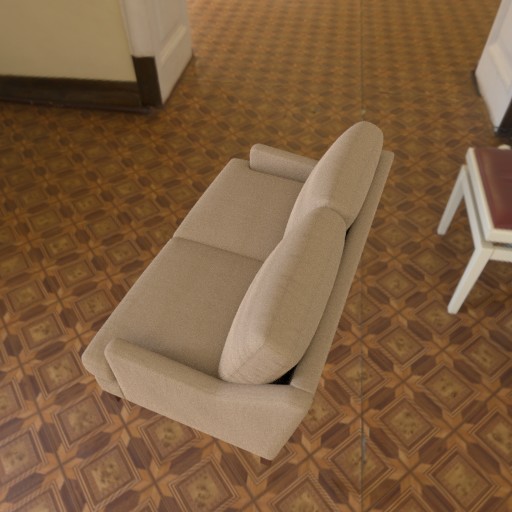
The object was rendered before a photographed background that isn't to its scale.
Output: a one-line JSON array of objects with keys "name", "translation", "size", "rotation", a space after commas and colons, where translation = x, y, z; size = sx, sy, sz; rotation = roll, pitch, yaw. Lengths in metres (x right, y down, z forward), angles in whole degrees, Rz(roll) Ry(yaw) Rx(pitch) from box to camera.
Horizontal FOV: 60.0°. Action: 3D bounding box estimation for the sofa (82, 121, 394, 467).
[{"name": "sofa", "translation": [0.000, 0.000, 2.234], "size": [1.004, 0.910, 1.619], "rotation": [17, 49, 15]}]
